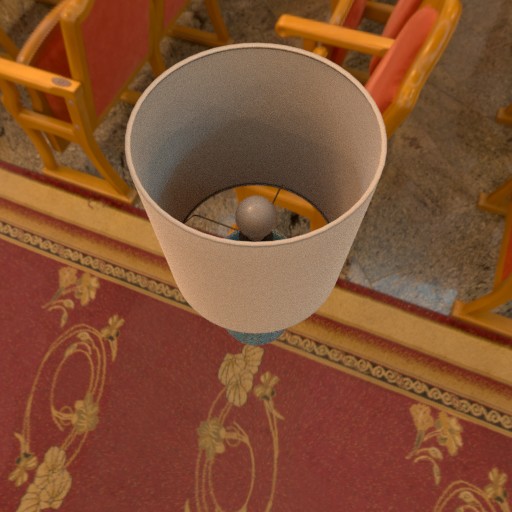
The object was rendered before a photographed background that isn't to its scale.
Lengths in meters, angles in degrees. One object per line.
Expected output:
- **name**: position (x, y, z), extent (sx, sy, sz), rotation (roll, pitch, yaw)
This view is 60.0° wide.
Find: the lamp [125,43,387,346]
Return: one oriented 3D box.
- **lamp**: position (0.000, 0.000, 0.741), extent (0.278, 0.597, 0.278), rotation (21, 65, 10)
